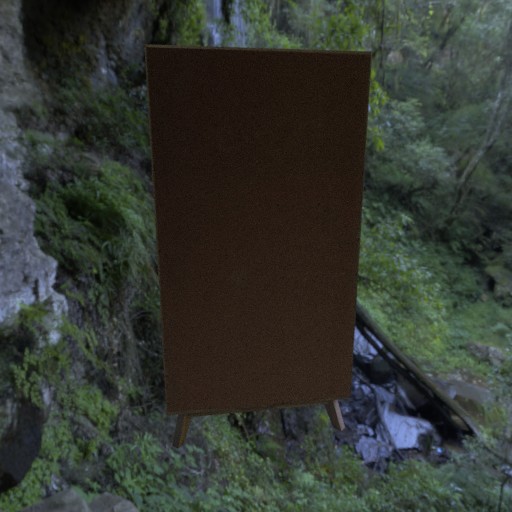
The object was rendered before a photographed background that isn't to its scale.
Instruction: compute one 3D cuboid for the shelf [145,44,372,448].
[{"bbox_3d":[0.000,0.000,1.762,0.748,1.471,0.308,-2,15,-9],"label":"shelf"}]
